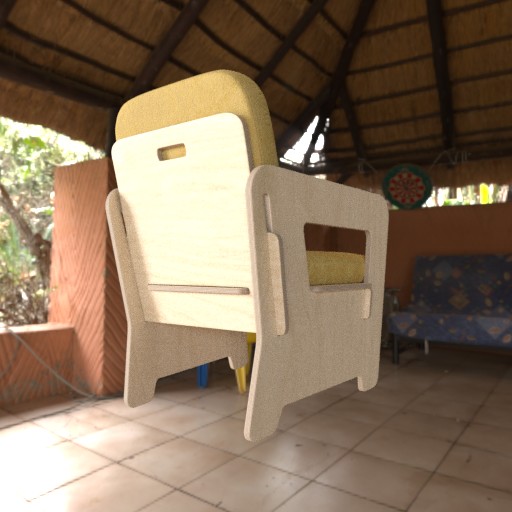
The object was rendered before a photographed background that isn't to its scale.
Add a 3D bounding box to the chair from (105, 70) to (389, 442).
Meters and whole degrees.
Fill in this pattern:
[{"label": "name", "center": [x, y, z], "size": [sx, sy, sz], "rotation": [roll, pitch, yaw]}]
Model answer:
[{"label": "chair", "center": [0.000, 0.000, 1.294], "size": [0.590, 0.800, 0.710], "rotation": [-1, -2, 35]}]
